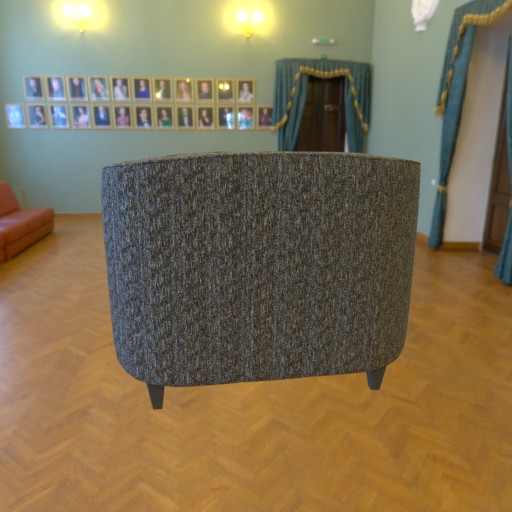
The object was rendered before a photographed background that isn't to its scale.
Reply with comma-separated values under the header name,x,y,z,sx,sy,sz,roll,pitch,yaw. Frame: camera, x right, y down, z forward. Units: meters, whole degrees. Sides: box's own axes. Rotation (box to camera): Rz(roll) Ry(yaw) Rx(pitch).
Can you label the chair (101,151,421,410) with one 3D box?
name,x,y,z,sx,sy,sz,roll,pitch,yaw
chair,0.000,0.000,1.806,1.104,0.852,0.941,-2,15,-9
